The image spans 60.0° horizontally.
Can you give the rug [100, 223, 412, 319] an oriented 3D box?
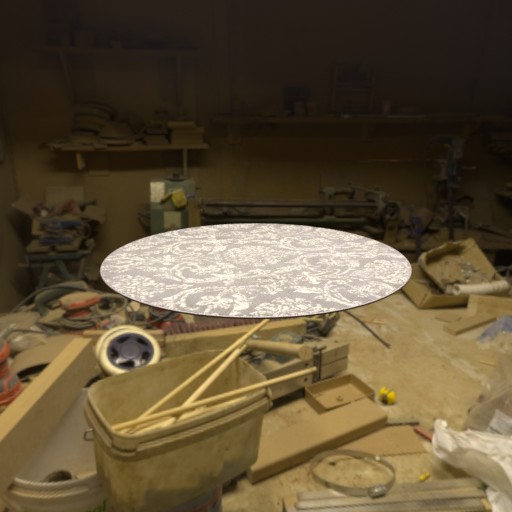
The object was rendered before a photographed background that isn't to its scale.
[{"bbox_3d":[0.000,0.000,2.388,1.593,0.012,1.593,0,17,0],"label":"rug"}]
